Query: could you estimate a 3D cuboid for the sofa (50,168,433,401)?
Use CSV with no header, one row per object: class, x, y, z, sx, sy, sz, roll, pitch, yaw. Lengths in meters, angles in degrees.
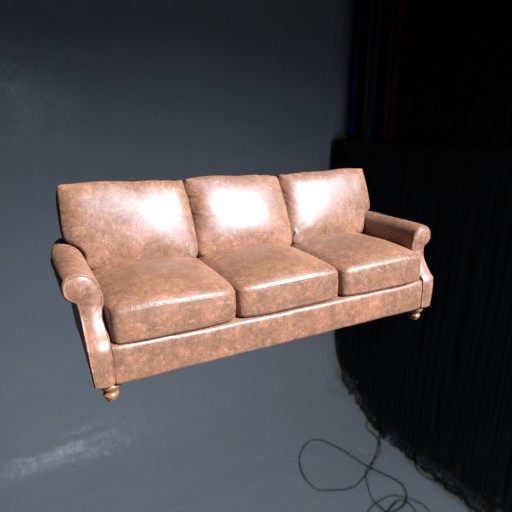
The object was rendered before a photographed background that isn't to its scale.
sofa,0.000,0.000,2.816,2.351,0.977,0.973,-8,18,-26
